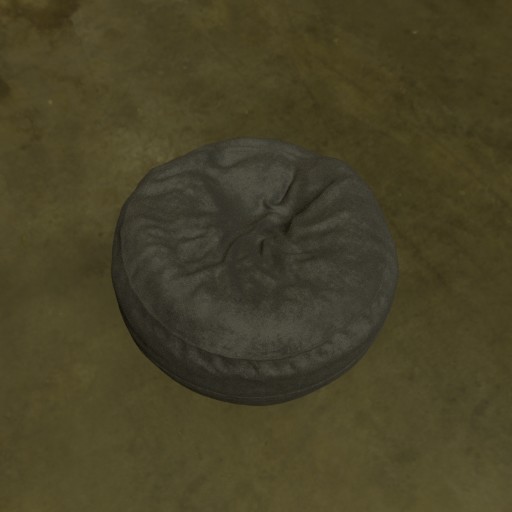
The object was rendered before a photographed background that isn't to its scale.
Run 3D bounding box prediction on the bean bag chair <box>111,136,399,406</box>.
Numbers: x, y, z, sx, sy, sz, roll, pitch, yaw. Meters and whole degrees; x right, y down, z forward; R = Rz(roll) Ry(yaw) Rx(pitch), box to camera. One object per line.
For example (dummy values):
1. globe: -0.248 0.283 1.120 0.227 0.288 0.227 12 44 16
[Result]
1. bean bag chair: 0.000 0.000 2.416 1.525 0.751 1.525 0 63 0
